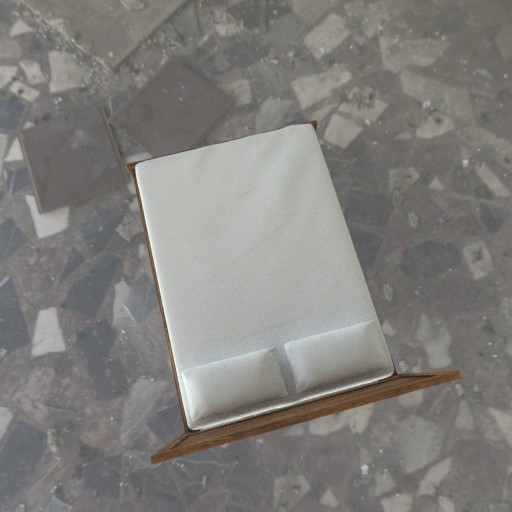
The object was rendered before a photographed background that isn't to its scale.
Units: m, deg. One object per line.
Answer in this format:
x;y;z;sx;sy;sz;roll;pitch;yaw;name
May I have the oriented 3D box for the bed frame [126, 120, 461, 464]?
0.000;0.000;3.309;1.696;1.417;2.276;-14;75;-4;bed frame
